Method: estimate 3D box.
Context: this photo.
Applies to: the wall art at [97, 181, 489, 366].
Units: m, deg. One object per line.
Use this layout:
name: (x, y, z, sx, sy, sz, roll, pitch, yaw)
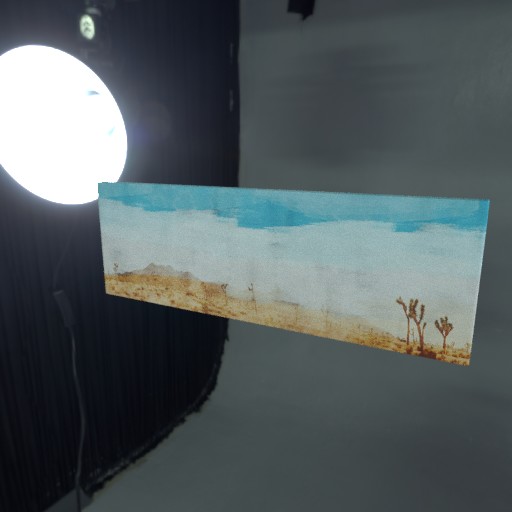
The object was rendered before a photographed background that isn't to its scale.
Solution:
wall art: (0.000, 0.000, 0.839, 0.759, 0.254, 0.044, 7, 16, 27)
